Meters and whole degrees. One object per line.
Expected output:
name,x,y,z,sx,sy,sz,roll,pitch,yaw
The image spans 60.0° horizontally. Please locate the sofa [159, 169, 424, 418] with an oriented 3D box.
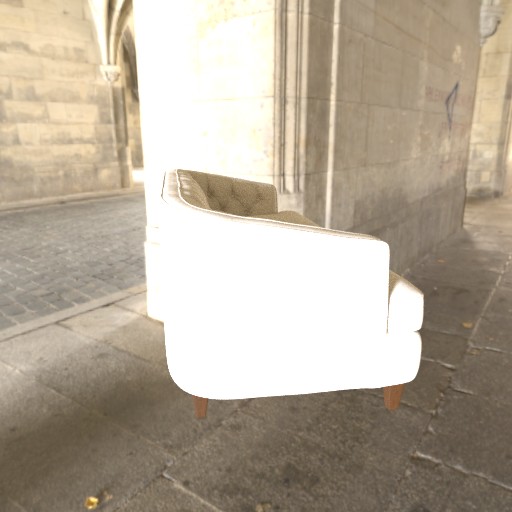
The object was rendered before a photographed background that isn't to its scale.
sofa,0.000,0.000,2.259,0.941,0.855,1.733,-3,16,-10
